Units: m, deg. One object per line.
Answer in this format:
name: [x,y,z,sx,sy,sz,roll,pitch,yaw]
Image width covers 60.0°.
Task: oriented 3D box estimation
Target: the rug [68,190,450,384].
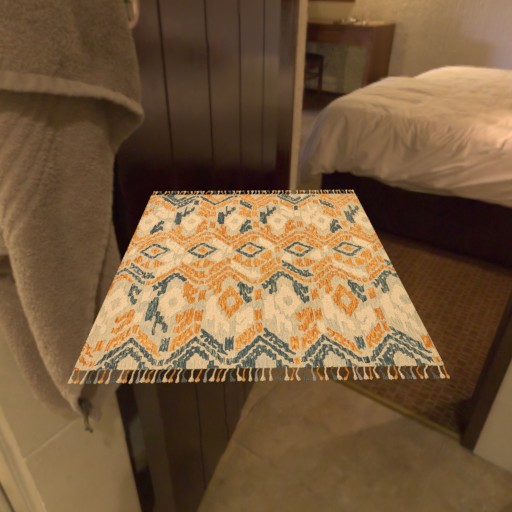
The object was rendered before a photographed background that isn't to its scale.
rug: [0.000,0.000,4.110,2.439,0.010,3.048,-1,32,-1]
